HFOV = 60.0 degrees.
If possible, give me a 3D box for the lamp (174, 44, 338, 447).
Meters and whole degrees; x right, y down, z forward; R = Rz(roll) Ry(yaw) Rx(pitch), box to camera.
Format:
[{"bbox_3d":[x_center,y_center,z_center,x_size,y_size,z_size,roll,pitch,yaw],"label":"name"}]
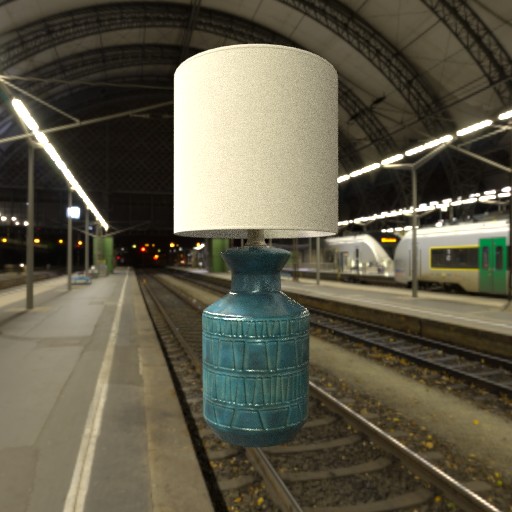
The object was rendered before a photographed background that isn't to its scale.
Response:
[{"bbox_3d":[0.000,0.000,0.580,0.211,0.455,0.211,0,-1,-37],"label":"lamp"}]
